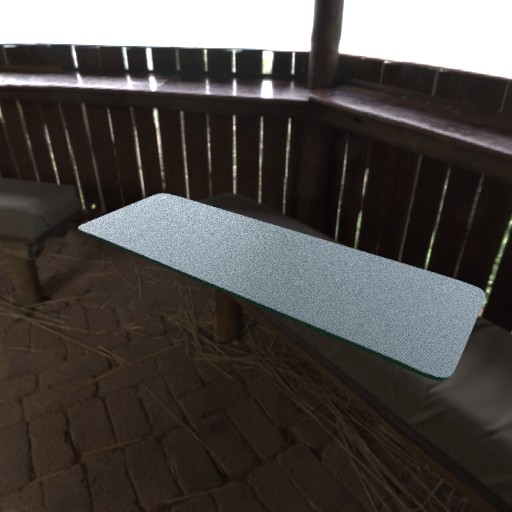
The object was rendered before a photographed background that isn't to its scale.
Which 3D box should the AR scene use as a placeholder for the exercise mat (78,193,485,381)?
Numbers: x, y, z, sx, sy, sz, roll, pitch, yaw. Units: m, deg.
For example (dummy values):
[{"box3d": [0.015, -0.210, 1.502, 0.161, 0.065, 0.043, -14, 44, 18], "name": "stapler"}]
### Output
[{"box3d": [0.000, 0.000, 2.035, 1.869, 0.021, 0.616, 19, 35, 30], "name": "exercise mat"}]
